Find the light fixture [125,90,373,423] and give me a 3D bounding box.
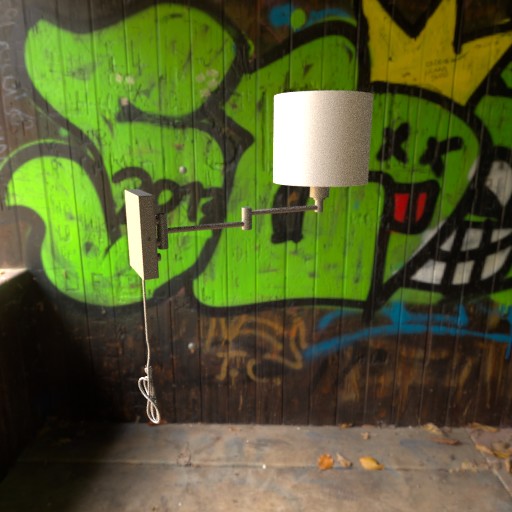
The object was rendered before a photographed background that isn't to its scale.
[{"bbox_3d":[0.000,0.000,0.936,0.516,0.651,0.203,-7,16,-26],"label":"light fixture"}]
